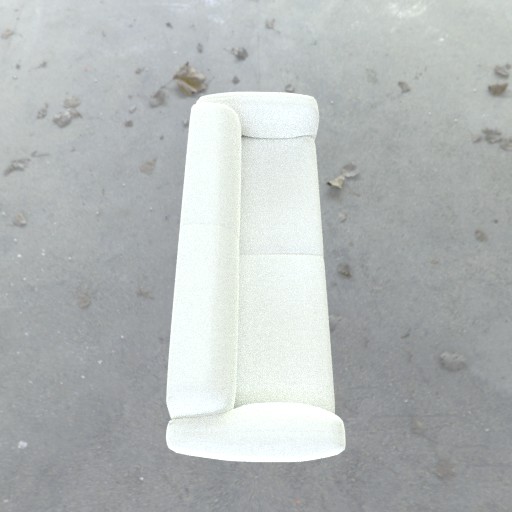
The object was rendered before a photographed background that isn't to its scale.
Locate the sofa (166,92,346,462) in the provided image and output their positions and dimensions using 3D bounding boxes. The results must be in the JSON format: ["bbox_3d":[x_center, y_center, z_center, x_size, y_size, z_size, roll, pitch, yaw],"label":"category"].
[{"bbox_3d":[0.000,0.000,2.703,0.870,0.780,2.280,0,64,0],"label":"sofa"}]
